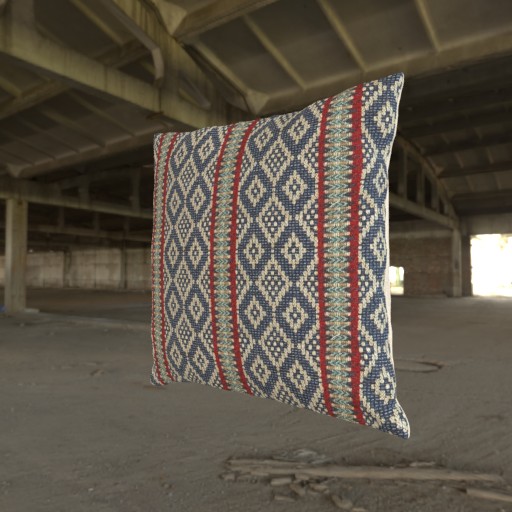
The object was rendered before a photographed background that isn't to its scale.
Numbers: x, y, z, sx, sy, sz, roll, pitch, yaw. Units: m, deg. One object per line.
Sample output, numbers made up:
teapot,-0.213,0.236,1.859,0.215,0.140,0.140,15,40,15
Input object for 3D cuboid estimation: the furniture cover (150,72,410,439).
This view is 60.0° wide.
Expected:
furniture cover,0.000,0.000,0.641,0.431,0.431,0.139,-2,-3,35
